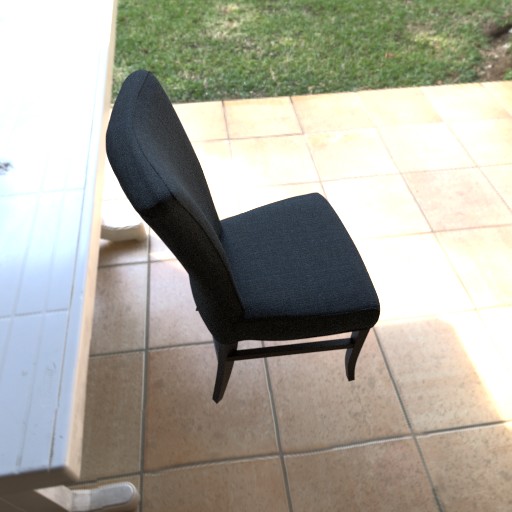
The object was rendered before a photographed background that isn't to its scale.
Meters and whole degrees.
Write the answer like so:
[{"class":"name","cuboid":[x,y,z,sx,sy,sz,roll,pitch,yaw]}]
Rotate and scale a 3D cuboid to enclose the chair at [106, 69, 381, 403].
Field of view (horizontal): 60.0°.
[{"class":"chair","cuboid":[0.000,0.000,1.338,0.660,0.991,0.520,-11,50,-9]}]
